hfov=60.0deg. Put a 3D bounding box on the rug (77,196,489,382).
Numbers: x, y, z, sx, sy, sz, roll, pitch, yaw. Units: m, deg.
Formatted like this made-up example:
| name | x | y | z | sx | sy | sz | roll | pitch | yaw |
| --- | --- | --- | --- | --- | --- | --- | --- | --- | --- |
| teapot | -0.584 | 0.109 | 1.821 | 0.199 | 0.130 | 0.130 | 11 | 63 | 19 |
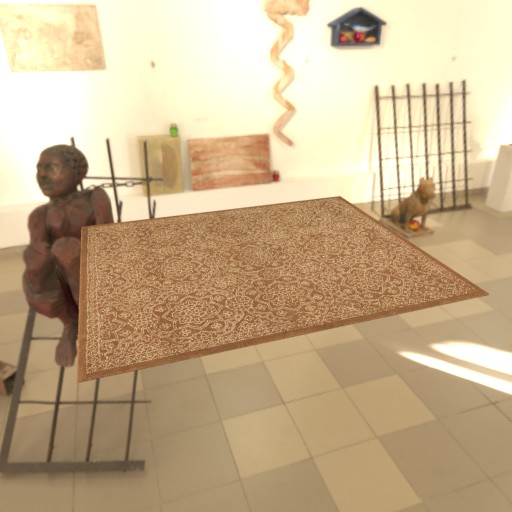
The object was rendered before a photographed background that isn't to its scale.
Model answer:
| name | x | y | z | sx | sy | sz | roll | pitch | yaw |
| --- | --- | --- | --- | --- | --- | --- | --- | --- | --- |
| rug | 0.000 | 0.000 | 4.073 | 3.050 | 0.015 | 2.441 | -9 | 28 | -17 |
